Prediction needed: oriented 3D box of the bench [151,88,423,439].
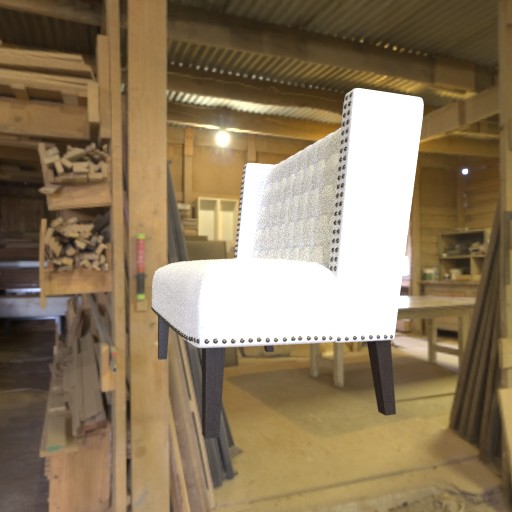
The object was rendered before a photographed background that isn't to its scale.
[{"bbox_3d":[0.000,0.000,2.031,0.847,1.123,1.280,0,-1,-19],"label":"bench"}]
